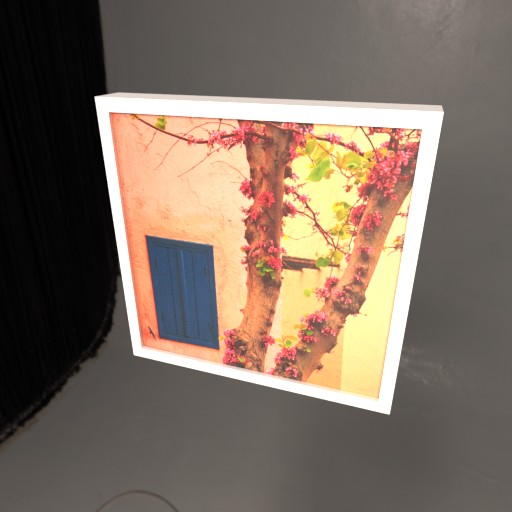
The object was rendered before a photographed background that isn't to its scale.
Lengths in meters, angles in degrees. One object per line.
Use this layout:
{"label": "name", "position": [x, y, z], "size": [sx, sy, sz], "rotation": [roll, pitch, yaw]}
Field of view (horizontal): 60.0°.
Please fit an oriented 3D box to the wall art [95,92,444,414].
{"label": "wall art", "position": [0.000, 0.000, 0.453], "size": [0.305, 0.302, 0.038], "rotation": [8, 27, 17]}
